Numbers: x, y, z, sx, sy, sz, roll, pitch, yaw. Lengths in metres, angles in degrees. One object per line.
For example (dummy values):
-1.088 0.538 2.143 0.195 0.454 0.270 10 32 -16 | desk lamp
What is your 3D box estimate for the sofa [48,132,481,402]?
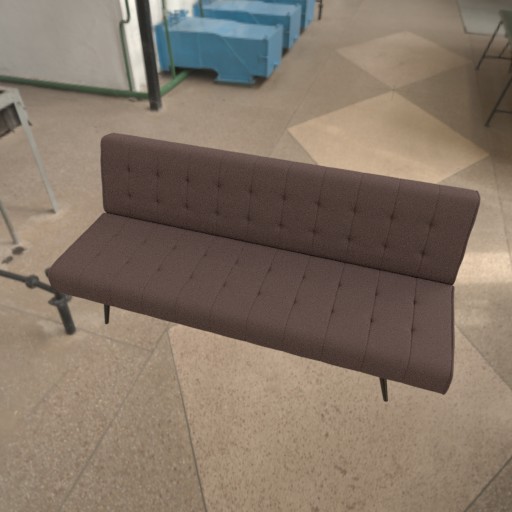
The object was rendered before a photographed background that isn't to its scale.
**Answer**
0.000 0.000 1.998 1.703 0.699 0.747 12 42 14 | sofa
